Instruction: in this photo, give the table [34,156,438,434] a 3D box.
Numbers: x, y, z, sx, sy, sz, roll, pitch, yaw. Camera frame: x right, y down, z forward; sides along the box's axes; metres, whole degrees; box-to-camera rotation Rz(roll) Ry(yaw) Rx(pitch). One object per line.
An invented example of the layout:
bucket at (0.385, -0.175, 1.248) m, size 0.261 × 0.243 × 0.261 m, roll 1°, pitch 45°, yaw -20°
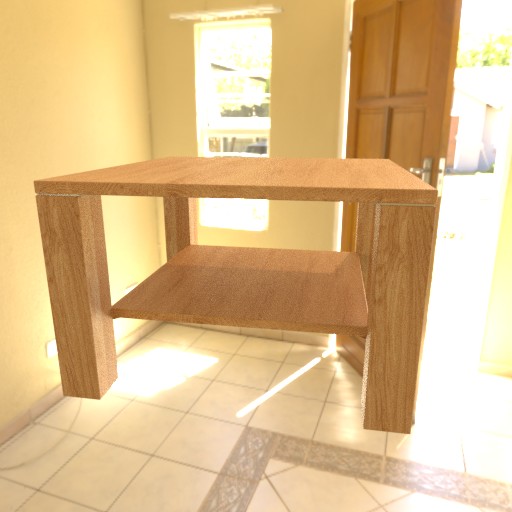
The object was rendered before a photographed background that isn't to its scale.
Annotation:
table at (0.000, 0.000, 1.140) m, size 0.700 × 0.450 × 0.700 m, roll 3°, pitch 16°, yaw 10°
